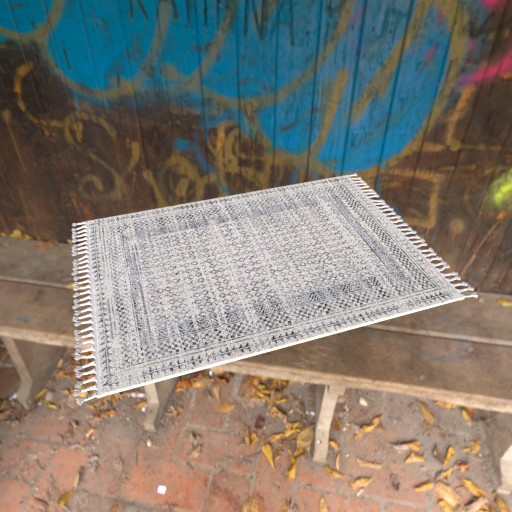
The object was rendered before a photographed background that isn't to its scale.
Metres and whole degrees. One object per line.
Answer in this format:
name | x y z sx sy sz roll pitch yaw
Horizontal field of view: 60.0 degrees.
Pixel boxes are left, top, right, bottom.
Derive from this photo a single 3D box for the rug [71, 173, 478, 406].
rug | 0.000 0.000 2.351 1.872 0.013 1.243 -12 42 -14
